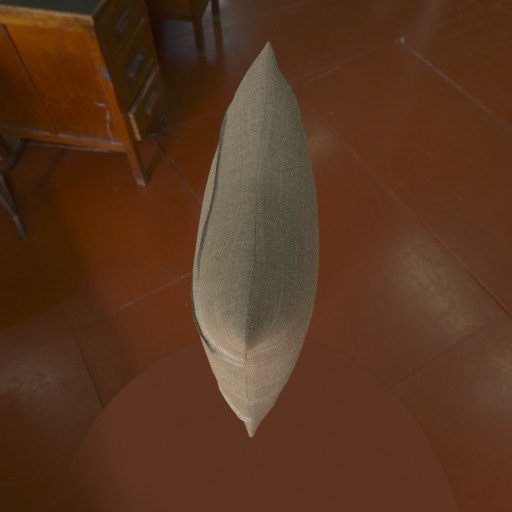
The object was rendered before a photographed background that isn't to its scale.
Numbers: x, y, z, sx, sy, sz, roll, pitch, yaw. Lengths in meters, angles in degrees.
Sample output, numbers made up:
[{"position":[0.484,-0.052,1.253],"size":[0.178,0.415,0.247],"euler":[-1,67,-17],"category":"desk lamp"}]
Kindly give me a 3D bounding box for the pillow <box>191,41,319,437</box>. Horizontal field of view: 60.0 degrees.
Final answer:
[{"position":[0.000,0.000,0.633],"size":[0.169,0.400,0.424],"euler":[3,59,2],"category":"pillow"}]
